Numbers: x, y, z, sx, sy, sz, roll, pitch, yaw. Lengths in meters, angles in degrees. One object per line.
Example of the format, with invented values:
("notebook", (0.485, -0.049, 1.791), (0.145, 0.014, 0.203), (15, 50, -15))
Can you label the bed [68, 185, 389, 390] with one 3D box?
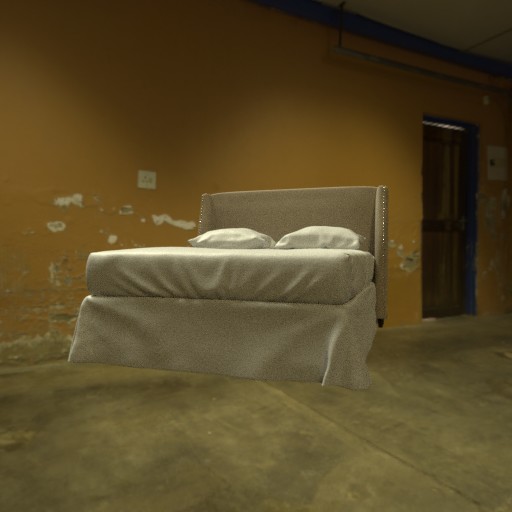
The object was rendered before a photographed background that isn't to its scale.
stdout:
("bed", (0.000, 0.000, 3.493), (1.925, 1.332, 2.276), (0, 1, 19))
